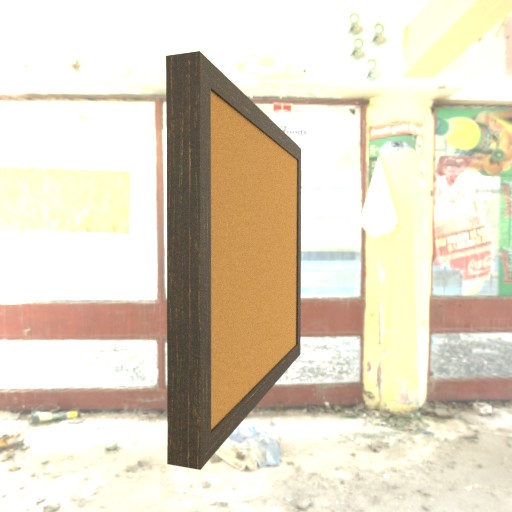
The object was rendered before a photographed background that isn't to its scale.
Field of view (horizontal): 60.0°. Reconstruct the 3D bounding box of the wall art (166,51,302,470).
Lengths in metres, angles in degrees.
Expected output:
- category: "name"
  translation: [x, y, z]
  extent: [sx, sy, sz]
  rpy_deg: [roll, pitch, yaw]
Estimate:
- category: "wall art"
  translation: [0.000, 0.000, 0.535]
  extent: [0.031, 0.330, 0.381]
  rpy_deg: [1, 2, 18]
